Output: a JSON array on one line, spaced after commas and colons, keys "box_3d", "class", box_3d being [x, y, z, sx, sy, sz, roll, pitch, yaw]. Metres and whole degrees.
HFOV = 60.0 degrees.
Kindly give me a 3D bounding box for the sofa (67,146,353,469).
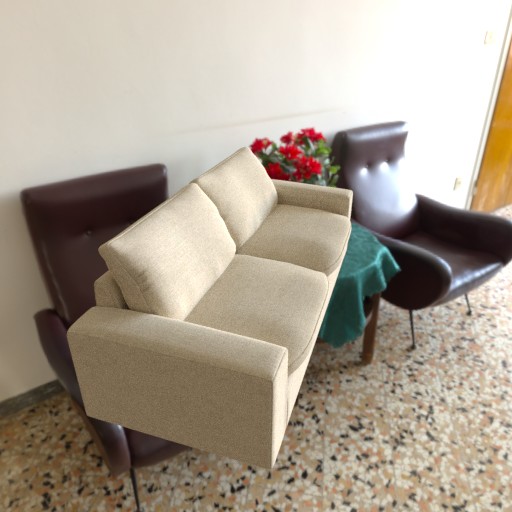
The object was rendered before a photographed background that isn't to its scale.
[{"box_3d": [0.000, 0.000, 2.850, 1.040, 0.922, 2.299, 9, 29, 16], "class": "sofa"}]
